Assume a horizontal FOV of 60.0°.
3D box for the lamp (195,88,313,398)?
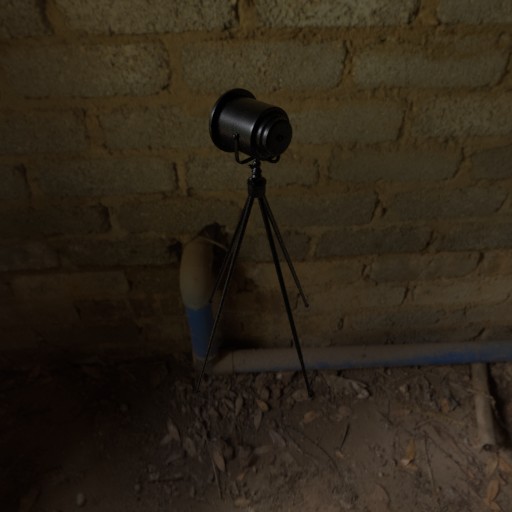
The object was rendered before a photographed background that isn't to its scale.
[{"bbox_3d":[0.000,0.000,2.047,0.879,1.504,0.884,-33,54,-28],"label":"lamp"}]
